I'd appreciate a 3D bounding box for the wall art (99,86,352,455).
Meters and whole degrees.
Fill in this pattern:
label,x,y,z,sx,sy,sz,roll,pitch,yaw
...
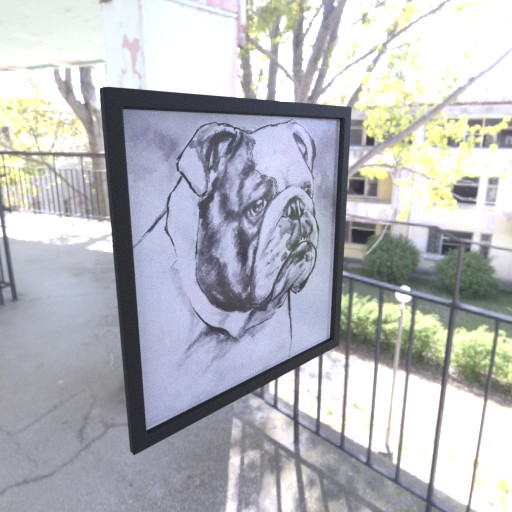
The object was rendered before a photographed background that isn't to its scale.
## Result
label,x,y,z,sx,sy,sz,roll,pitch,yaw
wall art,0.000,0.000,0.985,0.663,0.659,0.016,-14,20,-42
